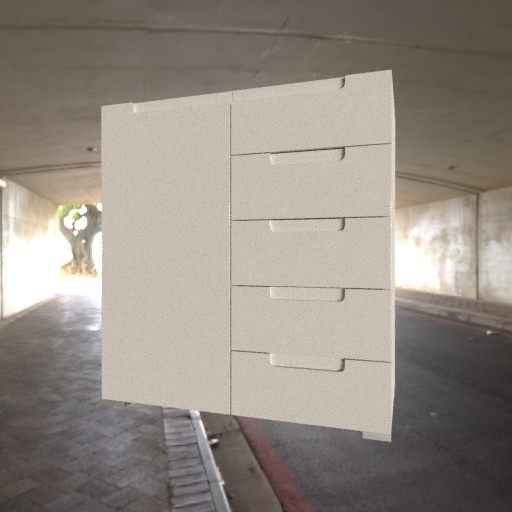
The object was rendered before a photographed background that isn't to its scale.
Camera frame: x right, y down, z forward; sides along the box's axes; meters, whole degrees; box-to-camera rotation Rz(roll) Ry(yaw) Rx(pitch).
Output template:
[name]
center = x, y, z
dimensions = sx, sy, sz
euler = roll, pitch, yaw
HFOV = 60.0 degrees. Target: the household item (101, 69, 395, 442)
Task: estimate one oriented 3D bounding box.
[household item]
center = 0.000, 0.000, 1.351
dimensions = 0.800, 0.870, 0.420
euler = 0, 0, 19
